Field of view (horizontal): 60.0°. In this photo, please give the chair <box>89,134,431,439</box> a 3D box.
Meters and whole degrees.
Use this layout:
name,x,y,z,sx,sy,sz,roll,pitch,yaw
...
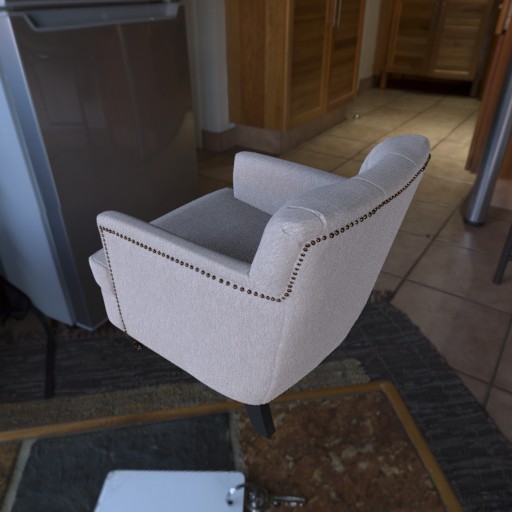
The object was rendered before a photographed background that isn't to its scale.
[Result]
name,x,y,z,sx,sy,sz,roll,pitch,yaw
chair,0.000,0.000,1.504,0.902,0.823,0.737,22,39,30
